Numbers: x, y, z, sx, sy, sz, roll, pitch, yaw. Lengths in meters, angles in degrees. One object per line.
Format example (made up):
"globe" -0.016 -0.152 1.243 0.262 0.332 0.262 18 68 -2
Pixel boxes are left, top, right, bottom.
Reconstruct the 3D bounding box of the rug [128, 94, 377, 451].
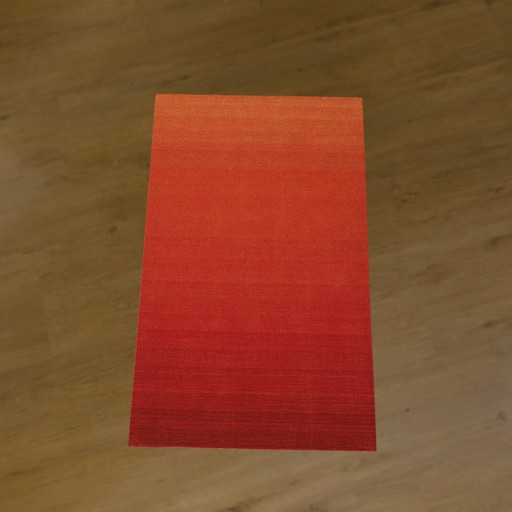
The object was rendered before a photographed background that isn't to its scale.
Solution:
"rug" 0.000 0.000 3.004 1.531 0.010 2.442 1 77 0
